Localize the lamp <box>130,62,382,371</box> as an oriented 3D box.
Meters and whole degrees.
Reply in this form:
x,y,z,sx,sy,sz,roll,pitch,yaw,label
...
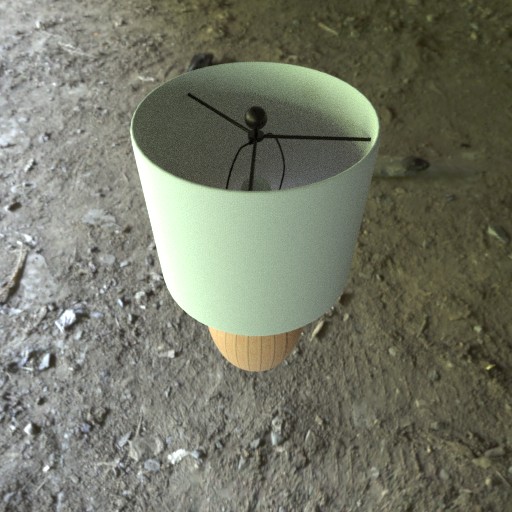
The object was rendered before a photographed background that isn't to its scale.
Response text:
x,y,z,sx,sy,sz,roll,pitch,yaw,label
0.000,0.000,0.787,0.329,0.570,0.329,0,47,0,lamp
